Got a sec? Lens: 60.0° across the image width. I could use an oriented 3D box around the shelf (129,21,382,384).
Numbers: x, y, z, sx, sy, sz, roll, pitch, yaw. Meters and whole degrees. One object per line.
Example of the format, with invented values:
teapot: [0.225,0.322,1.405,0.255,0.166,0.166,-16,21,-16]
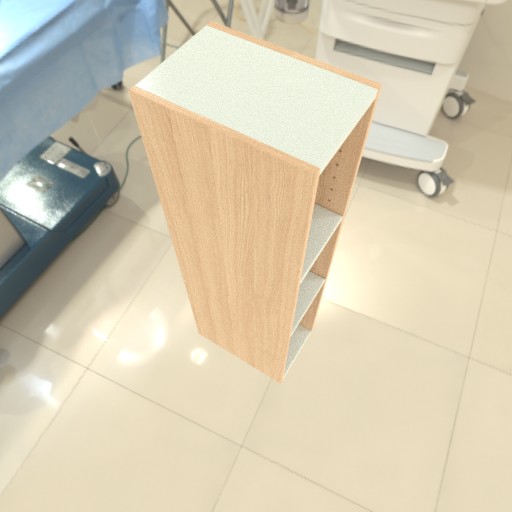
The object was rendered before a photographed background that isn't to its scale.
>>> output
shelf: [0.000,0.000,0.984,0.290,0.882,0.197,28,62,16]
